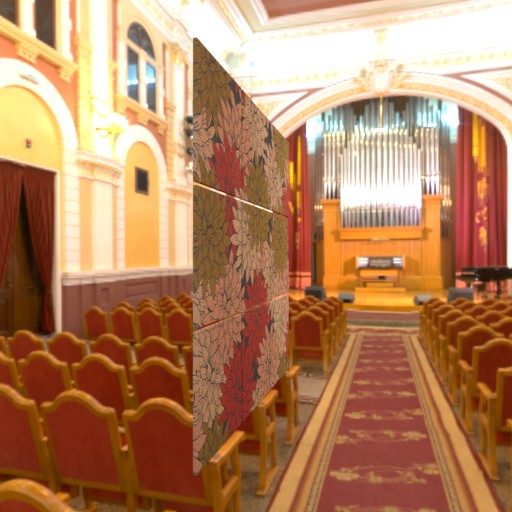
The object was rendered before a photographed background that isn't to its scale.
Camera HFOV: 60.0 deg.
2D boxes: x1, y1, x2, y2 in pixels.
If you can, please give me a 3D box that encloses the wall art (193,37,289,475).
[{"bbox_3d":[0.000,0.000,1.812,0.013,1.218,1.206,0,0,16],"label":"wall art"}]
